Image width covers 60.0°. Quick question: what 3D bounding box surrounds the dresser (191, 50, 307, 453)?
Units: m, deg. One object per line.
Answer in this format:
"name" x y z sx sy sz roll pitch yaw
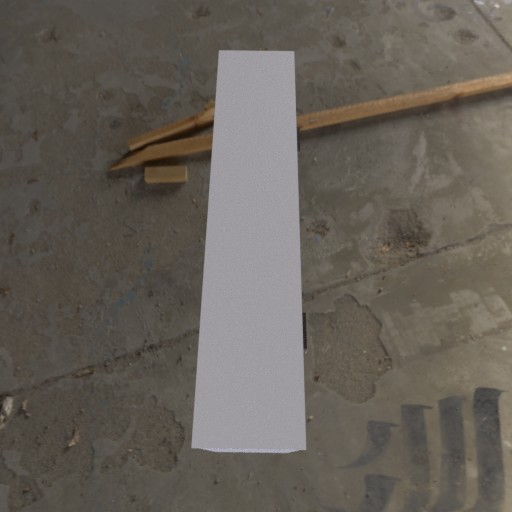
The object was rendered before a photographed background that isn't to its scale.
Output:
"dresser" 0.000 0.000 1.900 0.333 0.790 1.535 1 65 0
